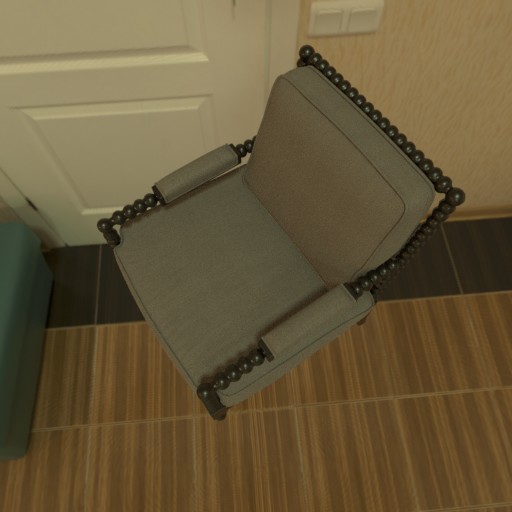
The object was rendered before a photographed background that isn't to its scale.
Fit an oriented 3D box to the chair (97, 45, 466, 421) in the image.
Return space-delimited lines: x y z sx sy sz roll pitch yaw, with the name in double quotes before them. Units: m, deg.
"chair" 0.000 0.000 1.117 0.622 0.661 0.540 -31 68 -14
